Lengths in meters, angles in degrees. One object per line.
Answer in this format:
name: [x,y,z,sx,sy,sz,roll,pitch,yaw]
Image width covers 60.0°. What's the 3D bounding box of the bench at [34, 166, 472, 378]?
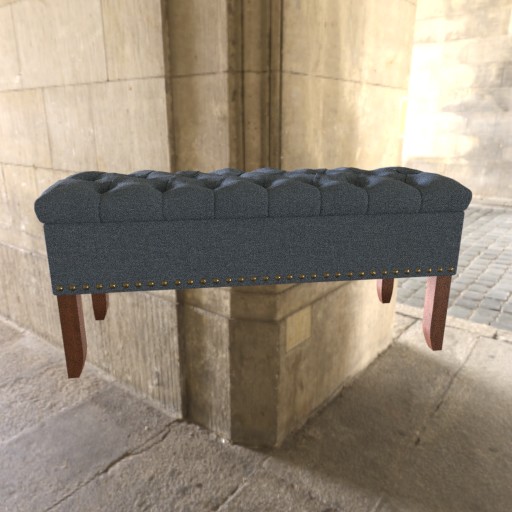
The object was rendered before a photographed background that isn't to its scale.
bench: [0.000,0.000,1.295,1.052,0.492,0.417,-2,17,-8]
